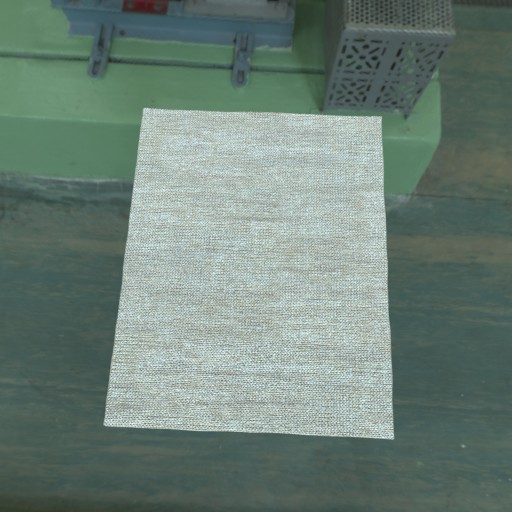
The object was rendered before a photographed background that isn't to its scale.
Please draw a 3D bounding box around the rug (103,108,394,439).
[{"bbox_3d":[0.000,0.000,4.081,2.429,0.030,3.052,2,74,1],"label":"rug"}]
